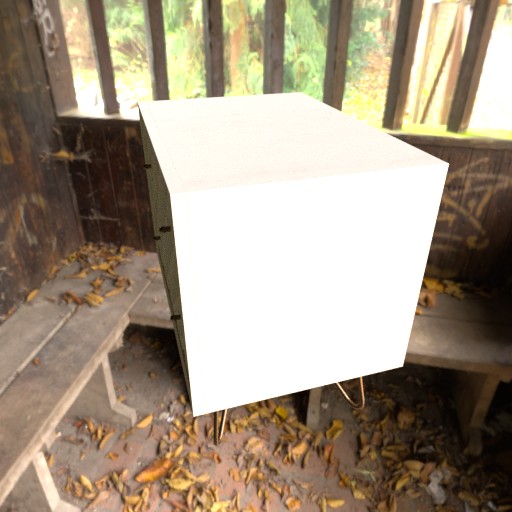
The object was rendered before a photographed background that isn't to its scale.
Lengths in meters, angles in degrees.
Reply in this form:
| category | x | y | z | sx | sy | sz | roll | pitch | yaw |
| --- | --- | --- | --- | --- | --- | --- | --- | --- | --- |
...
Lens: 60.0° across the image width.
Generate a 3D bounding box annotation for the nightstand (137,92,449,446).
| category | x | y | z | sx | sy | sz | roll | pitch | yaw |
| --- | --- | --- | --- | --- | --- | --- | --- | --- | --- |
| nightstand | 0.000 | 0.000 | 1.040 | 0.447 | 0.604 | 0.614 | -9 | 32 | -15 |
